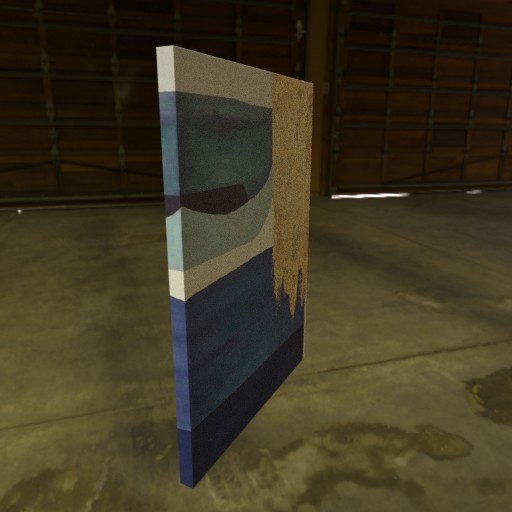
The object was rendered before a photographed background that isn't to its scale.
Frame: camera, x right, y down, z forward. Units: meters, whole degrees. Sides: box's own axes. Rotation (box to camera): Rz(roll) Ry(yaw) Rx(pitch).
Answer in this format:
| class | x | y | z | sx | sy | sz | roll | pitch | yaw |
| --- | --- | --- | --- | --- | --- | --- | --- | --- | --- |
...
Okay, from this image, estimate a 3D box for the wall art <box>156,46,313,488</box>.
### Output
| class | x | y | z | sx | sy | sz | roll | pitch | yaw |
| --- | --- | --- | --- | --- | --- | --- | --- | --- | --- |
| wall art | 0.000 | 0.000 | 0.789 | 0.026 | 0.613 | 0.458 | 8 | 17 | 26 |
